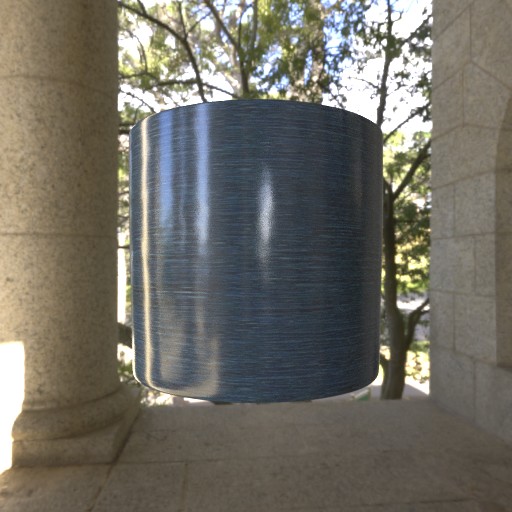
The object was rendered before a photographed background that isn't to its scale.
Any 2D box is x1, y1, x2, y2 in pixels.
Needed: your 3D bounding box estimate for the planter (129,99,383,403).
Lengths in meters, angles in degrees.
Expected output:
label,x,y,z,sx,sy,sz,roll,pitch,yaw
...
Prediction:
label,x,y,z,sx,sy,sz,roll,pitch,yaw
planter,0.000,0.000,0.399,0.221,0.201,0.221,0,-1,0
